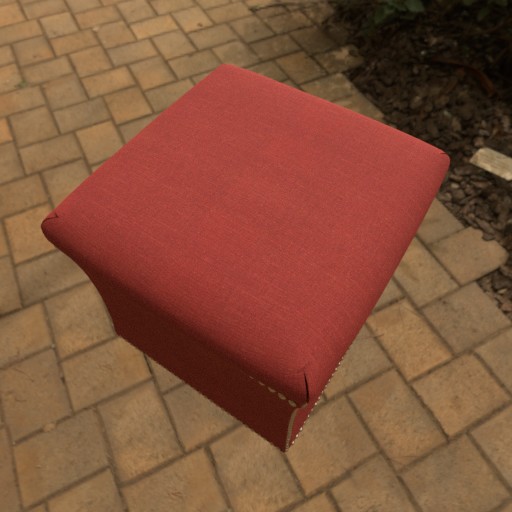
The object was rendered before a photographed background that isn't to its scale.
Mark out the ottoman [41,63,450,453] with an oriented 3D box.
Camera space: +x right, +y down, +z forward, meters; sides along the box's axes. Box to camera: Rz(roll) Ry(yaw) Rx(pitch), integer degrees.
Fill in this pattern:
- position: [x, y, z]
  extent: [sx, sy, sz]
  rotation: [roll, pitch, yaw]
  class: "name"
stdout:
- position: [0.000, 0.000, 0.876]
  extent: [0.497, 0.475, 0.507]
  rotation: [29, 62, 18]
  class: "ottoman"
